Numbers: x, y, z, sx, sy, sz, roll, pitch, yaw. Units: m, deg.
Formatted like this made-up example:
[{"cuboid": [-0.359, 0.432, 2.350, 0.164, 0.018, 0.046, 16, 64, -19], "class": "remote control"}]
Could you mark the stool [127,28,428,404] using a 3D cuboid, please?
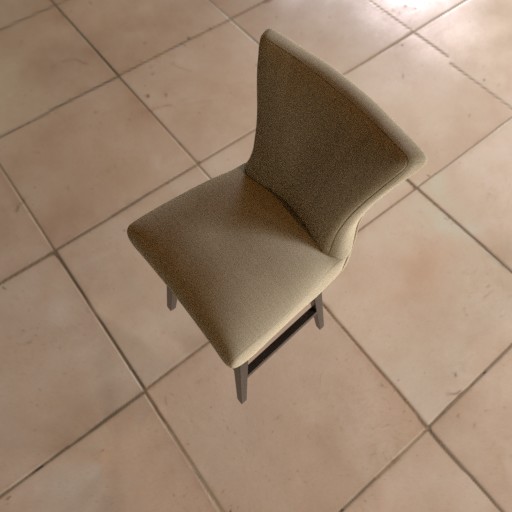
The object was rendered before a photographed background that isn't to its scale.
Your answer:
[{"cuboid": [0.000, 0.000, 1.388, 0.574, 1.086, 0.514, -36, 69, -16], "class": "stool"}]
